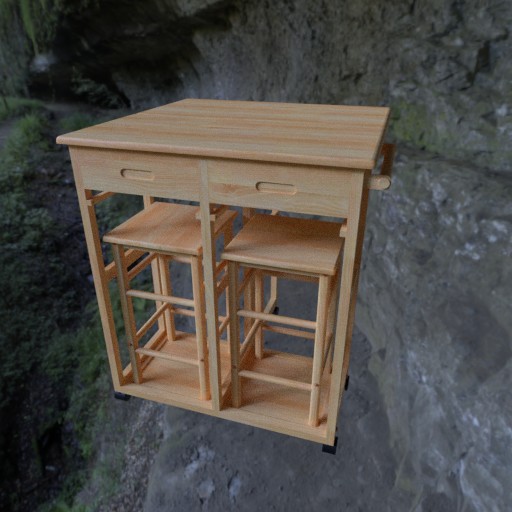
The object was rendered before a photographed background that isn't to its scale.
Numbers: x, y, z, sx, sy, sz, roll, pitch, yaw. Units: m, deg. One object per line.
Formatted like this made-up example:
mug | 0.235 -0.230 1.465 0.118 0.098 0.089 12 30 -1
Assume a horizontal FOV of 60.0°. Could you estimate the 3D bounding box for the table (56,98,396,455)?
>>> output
table | 0.000 0.000 1.396 0.752 0.832 0.693 8 28 16
